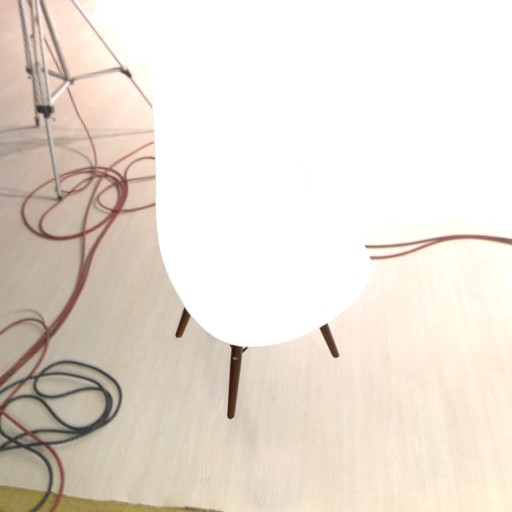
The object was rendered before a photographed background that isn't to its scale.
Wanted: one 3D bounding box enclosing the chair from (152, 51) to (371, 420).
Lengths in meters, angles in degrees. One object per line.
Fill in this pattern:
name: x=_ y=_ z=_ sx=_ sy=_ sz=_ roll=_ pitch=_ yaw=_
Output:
chair: x=0.000 y=0.000 z=1.138 sx=0.470 sy=0.826 sz=0.533 roll=-24 pitch=52 yaw=-21
